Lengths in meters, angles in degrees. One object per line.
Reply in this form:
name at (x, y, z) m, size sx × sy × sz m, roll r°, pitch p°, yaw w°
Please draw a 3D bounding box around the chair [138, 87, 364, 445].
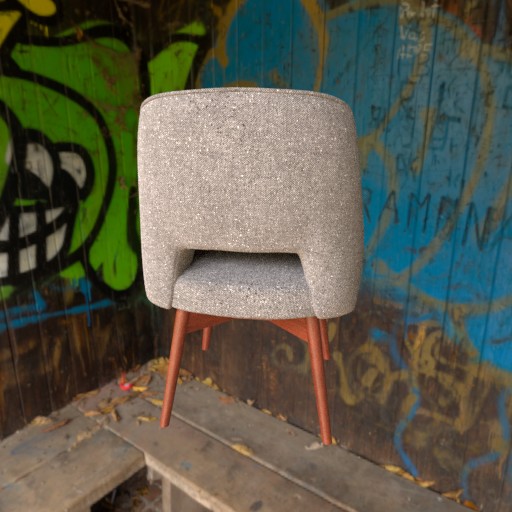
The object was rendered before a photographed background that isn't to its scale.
chair at (0.000, 0.000, 1.289) m, size 0.608 × 0.875 × 0.629 m, roll 3°, pitch 17°, yaw 8°
